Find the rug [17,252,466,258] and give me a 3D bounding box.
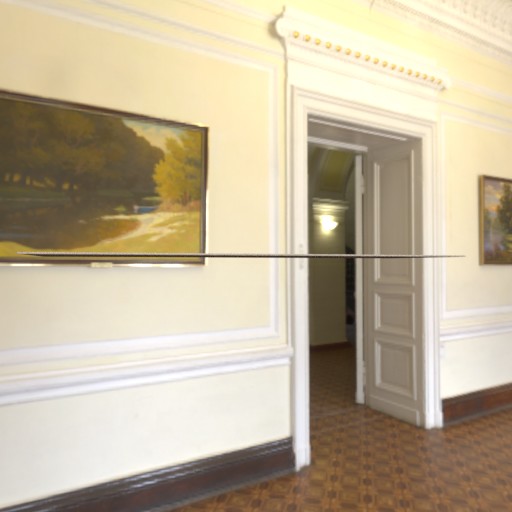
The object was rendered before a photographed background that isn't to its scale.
[{"bbox_3d":[0.000,0.000,2.660,2.435,0.009,0.750,0,-1,-18],"label":"rug"}]
